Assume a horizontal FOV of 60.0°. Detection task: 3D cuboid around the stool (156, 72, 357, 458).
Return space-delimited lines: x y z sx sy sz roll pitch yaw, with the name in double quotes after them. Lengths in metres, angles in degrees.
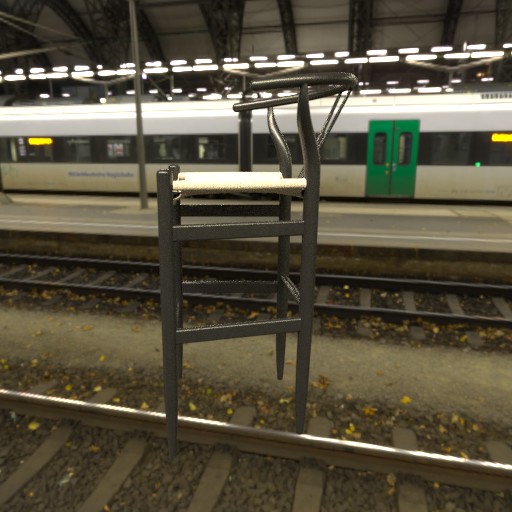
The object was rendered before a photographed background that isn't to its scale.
0.000 0.000 1.427 0.579 1.072 0.569 -2 13 -7 "stool"
